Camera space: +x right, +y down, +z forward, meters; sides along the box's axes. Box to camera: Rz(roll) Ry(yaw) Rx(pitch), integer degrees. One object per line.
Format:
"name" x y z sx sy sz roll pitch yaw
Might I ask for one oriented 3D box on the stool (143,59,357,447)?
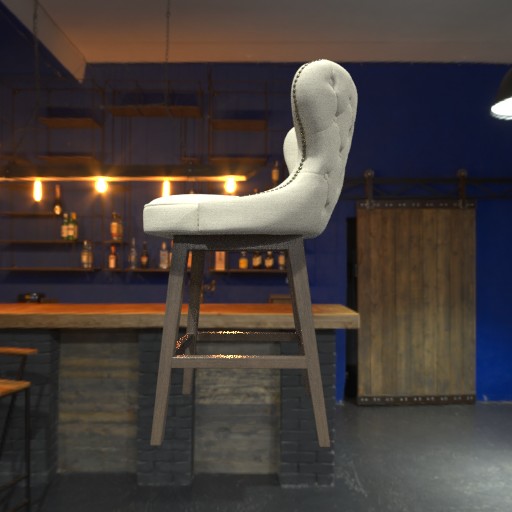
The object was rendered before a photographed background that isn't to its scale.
"stool" 0.000 0.000 1.353 0.597 0.972 0.615 0 0 2
